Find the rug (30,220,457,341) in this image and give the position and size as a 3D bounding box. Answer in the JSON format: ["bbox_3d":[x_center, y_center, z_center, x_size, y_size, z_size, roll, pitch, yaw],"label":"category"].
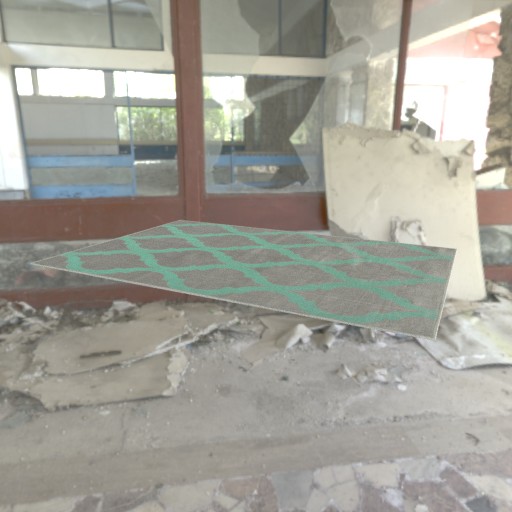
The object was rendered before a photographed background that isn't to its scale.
[{"bbox_3d":[0.000,0.000,2.838,2.286,0.006,1.524,8,17,25],"label":"rug"}]
